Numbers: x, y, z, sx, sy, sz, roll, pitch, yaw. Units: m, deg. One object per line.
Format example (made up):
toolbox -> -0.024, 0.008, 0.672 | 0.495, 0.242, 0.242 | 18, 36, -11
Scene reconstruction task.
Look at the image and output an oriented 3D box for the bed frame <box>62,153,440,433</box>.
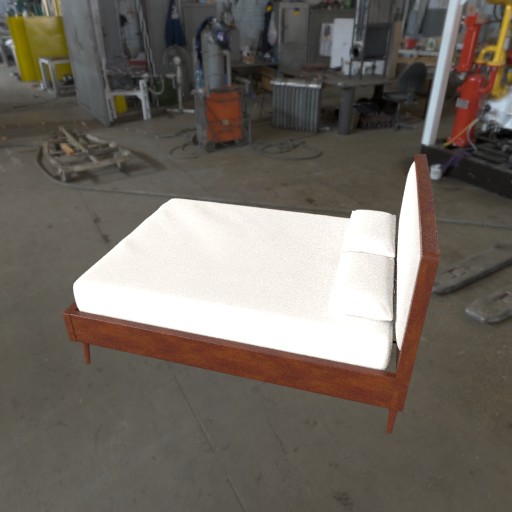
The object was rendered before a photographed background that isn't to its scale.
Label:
bed frame -> 0.000, 0.000, 3.207 | 2.171, 1.279, 1.587 | 8, 31, 14
